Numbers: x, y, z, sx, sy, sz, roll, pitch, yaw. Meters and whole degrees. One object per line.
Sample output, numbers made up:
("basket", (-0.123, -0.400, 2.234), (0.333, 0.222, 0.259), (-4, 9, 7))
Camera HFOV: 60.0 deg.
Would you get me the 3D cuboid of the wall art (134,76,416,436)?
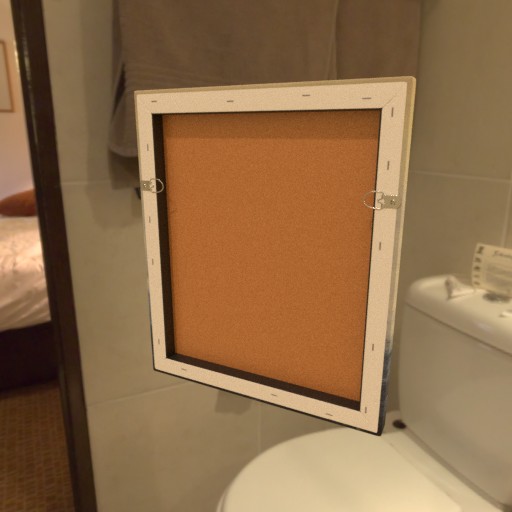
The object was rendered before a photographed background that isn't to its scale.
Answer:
("wall art", (0.000, 0.000, 0.983), (0.608, 0.710, 0.041), (8, 17, 26))
